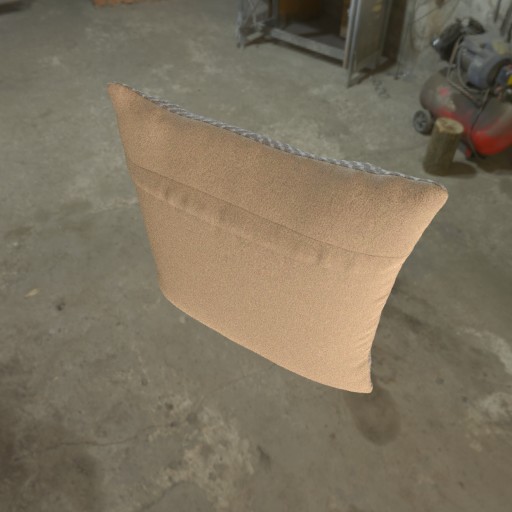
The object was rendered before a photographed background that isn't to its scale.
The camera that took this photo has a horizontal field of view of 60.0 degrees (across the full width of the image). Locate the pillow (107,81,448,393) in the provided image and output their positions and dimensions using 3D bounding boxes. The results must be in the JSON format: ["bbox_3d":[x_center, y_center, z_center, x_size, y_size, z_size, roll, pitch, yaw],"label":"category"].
[{"bbox_3d":[0.000,0.000,0.687,0.459,0.458,0.181,23,50,21],"label":"pillow"}]
